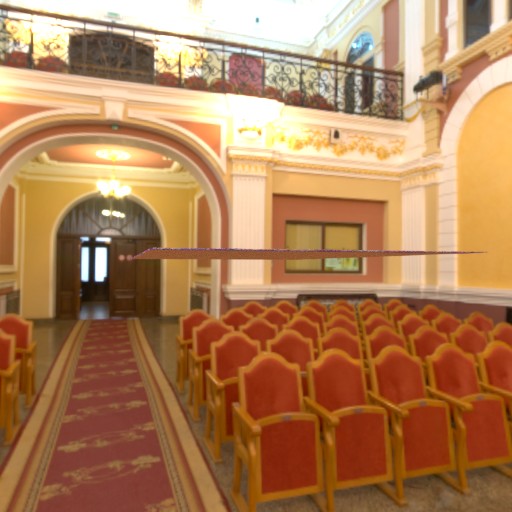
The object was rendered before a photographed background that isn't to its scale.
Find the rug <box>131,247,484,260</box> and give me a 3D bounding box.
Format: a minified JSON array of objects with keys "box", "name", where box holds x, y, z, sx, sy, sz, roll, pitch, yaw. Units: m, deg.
[{"box":[0.000,0.000,2.944,1.539,0.013,2.350,0,-1,-18],"name":"rug"}]
